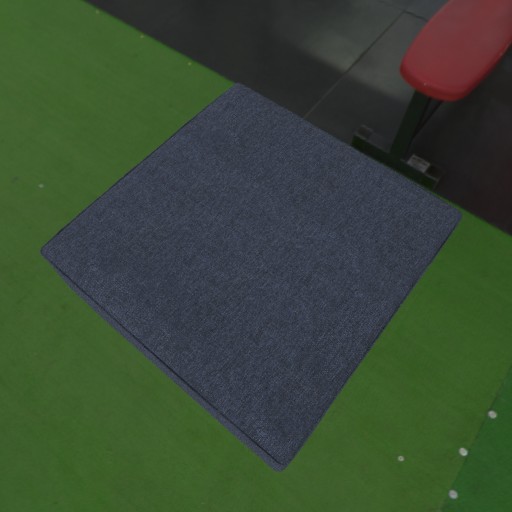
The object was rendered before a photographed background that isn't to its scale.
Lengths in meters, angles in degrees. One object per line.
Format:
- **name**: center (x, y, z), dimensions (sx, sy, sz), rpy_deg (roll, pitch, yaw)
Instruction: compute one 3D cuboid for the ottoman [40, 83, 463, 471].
- **ottoman**: center (0.000, 0.000, 1.600), dimensions (1.023, 0.423, 1.017), rpy_deg (36, 68, 17)
